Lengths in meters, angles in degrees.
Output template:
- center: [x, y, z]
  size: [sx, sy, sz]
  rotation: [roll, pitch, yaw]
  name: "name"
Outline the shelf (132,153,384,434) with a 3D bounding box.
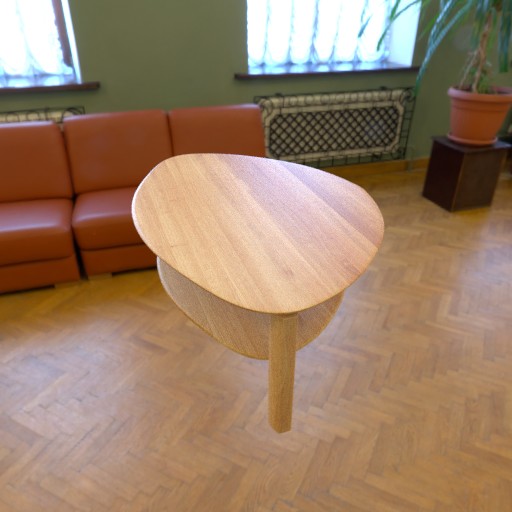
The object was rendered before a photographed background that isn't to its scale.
- center: [0.000, 0.000, 1.668]
  size: [0.845, 0.440, 1.246]
  rotation: [-10, 32, -16]
  name: "shelf"
